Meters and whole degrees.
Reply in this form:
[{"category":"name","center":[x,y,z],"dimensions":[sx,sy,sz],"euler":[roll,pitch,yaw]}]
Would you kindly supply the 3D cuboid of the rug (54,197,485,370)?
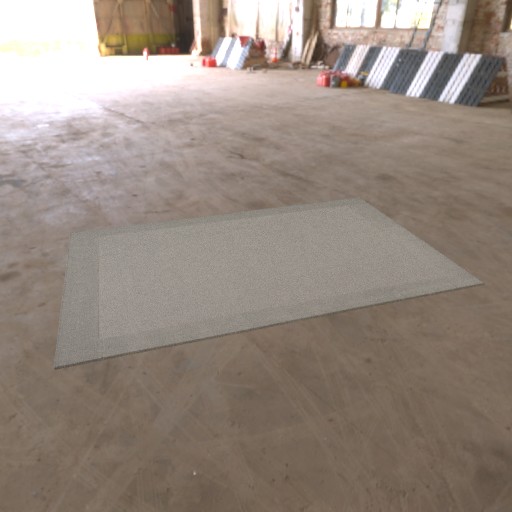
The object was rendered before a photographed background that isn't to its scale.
[{"category":"rug","center":[0.000,0.000,3.004],"dimensions":[2.438,0.014,1.524],"euler":[-9,30,-15]}]
